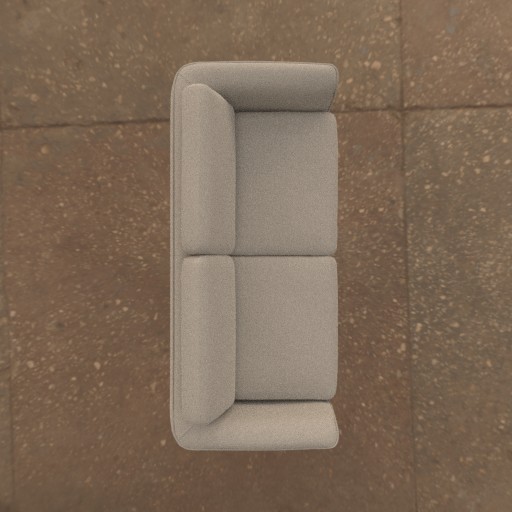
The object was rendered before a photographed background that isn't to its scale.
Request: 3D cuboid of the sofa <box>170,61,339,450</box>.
[{"bbox_3d":[0.000,0.000,2.460,0.920,0.850,2.000,0,90,0],"label":"sofa"}]
